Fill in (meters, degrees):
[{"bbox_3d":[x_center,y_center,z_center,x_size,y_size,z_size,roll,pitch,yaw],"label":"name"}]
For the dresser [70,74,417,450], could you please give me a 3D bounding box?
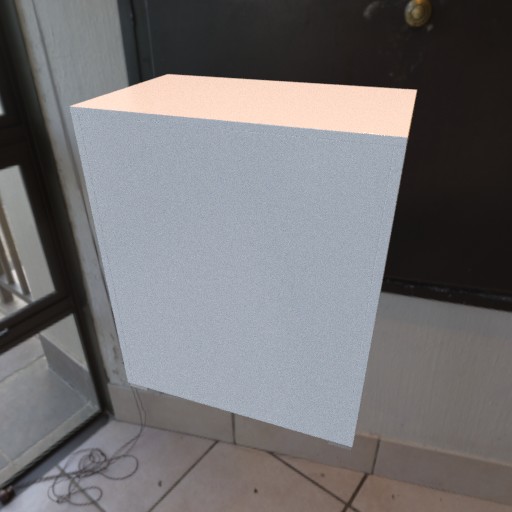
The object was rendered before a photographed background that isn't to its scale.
[{"bbox_3d":[0.000,0.000,1.163,0.650,0.800,0.400,10,33,16],"label":"dresser"}]
